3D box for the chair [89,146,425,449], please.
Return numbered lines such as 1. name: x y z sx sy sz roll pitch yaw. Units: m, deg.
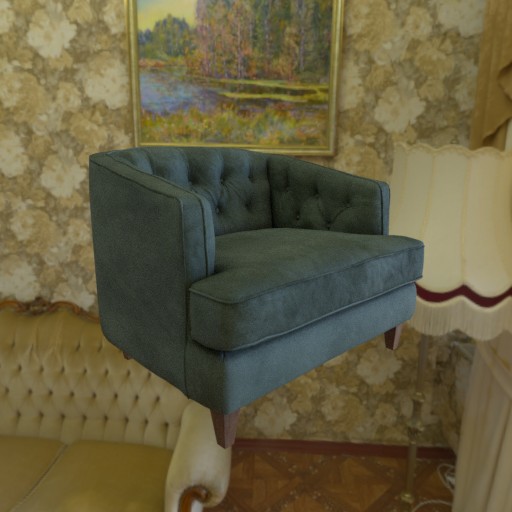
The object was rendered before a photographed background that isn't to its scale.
1. chair: 0.000 0.000 1.751 1.104 0.852 0.941 -12 17 -43
